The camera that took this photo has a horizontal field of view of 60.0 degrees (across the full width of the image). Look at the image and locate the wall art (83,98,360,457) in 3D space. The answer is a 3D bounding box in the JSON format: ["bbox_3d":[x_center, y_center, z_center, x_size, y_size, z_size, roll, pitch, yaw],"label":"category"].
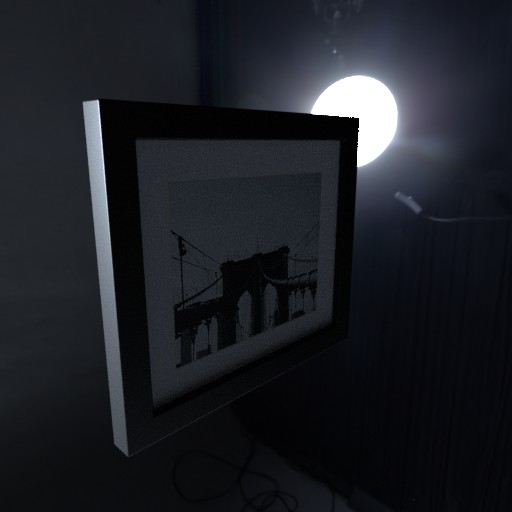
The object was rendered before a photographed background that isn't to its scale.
[{"bbox_3d":[0.000,0.000,0.529,0.028,0.330,0.380,14,20,43],"label":"wall art"}]
